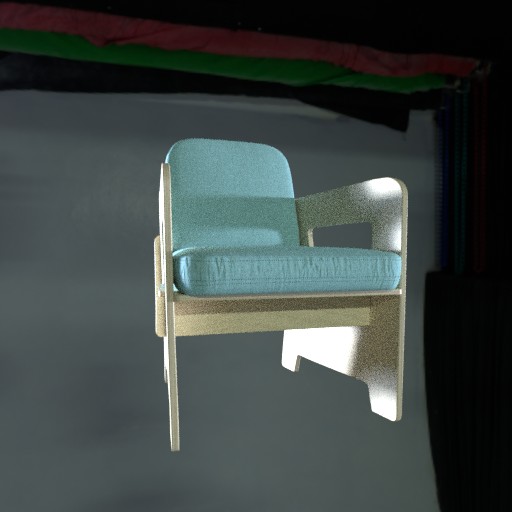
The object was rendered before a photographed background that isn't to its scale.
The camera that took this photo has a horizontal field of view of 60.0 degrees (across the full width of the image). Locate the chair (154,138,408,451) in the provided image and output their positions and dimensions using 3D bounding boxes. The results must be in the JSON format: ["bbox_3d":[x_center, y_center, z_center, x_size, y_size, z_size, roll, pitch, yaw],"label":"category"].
[{"bbox_3d":[0.000,0.000,1.258,0.590,0.800,0.710,0,0,-18],"label":"chair"}]
